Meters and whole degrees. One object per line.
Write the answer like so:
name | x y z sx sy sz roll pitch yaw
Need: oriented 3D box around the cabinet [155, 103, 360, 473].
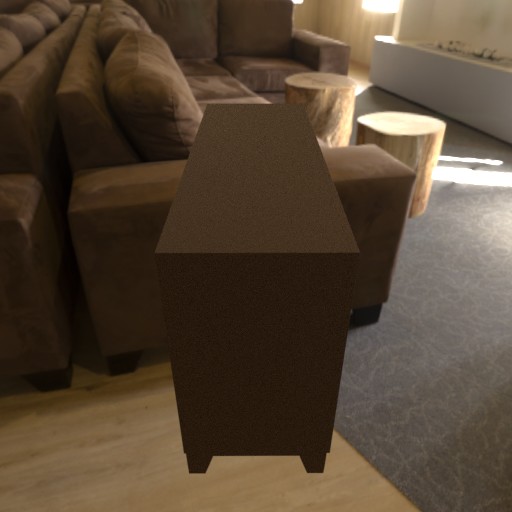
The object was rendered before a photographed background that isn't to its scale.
cabinet | 0.000 0.000 1.874 0.482 0.914 1.396 0 33 0
